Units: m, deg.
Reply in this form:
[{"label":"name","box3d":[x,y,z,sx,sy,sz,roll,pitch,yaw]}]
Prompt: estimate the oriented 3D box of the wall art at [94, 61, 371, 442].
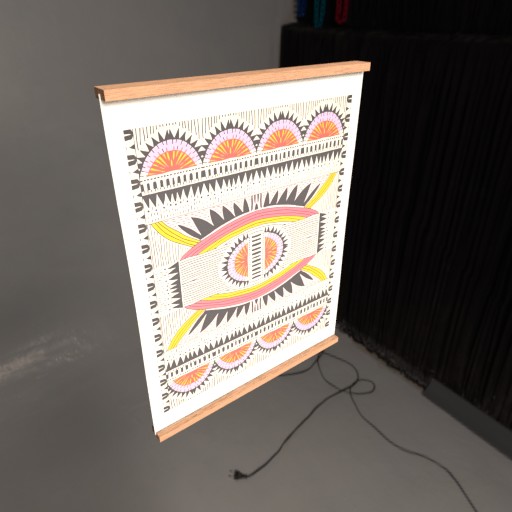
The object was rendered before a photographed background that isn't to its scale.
[{"label":"wall art","box3d":[0.000,0.000,0.684,0.403,0.527,0.028,-20,35,-32]}]
